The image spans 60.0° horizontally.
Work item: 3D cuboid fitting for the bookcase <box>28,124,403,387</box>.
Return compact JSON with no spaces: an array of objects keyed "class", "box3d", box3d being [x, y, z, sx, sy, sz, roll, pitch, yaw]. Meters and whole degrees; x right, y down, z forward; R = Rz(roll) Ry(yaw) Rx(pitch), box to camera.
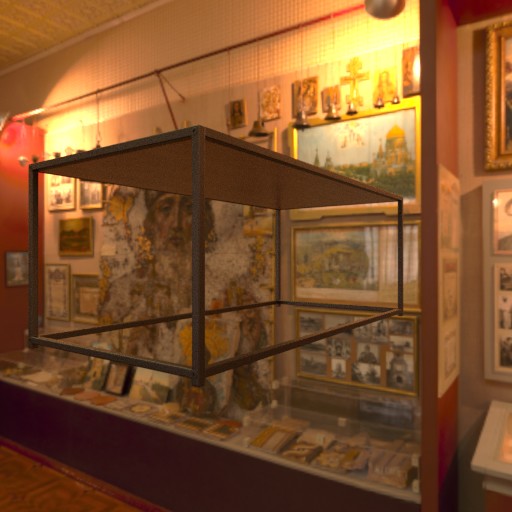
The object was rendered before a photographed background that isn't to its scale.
[{"class":"bookcase","box3d":[0.000,0.000,1.222,0.500,0.400,1.000,0,0,36]}]
